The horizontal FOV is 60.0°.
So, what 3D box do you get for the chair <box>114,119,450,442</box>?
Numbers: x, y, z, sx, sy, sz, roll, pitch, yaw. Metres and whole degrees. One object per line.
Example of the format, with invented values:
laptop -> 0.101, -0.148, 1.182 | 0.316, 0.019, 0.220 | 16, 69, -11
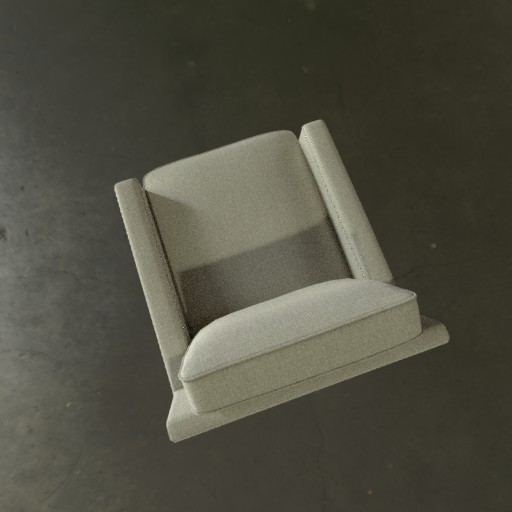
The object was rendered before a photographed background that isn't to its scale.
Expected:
chair -> 0.000, 0.000, 1.681 | 0.853, 0.943, 1.014 | -19, 76, -5
